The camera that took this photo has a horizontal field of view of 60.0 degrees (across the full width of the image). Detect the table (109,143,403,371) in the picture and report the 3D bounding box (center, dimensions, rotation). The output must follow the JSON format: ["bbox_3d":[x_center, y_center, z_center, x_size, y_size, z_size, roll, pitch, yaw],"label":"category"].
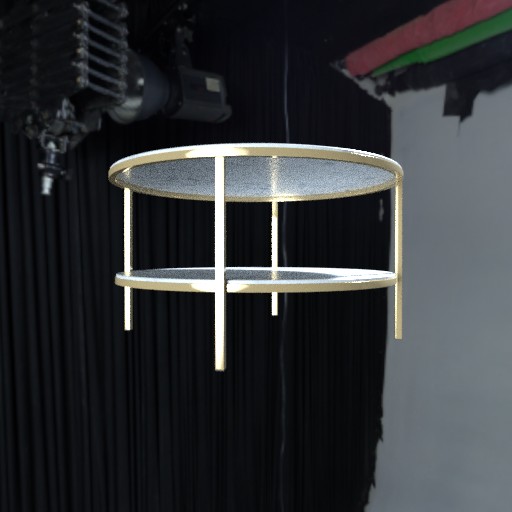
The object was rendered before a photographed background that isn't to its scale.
[{"bbox_3d":[0.000,0.000,1.270,0.800,0.450,0.800,0,0,0],"label":"table"}]
